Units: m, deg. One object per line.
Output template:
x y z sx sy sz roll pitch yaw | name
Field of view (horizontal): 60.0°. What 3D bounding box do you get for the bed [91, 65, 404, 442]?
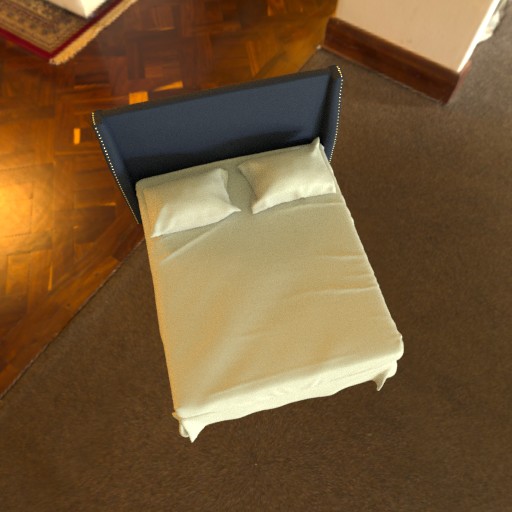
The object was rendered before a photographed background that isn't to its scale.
0.000 0.000 3.428 1.925 1.332 2.276 -13 66 -6 | bed
